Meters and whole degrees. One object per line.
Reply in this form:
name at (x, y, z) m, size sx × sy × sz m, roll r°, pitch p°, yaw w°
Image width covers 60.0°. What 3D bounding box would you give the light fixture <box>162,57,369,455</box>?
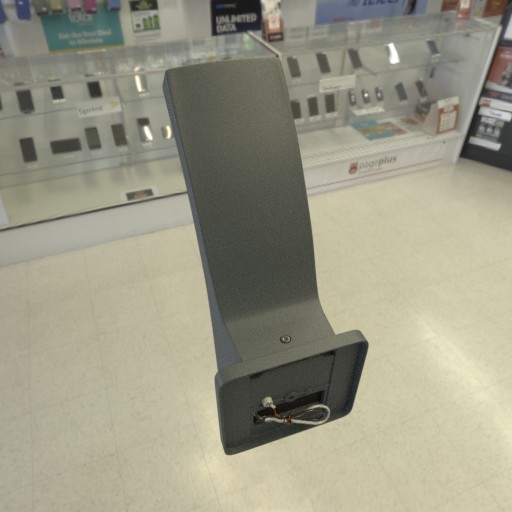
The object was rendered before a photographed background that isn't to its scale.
light fixture at (0.000, 0.000, 0.332) m, size 0.108 × 0.243 × 0.174 m, roll -13°, pitch 42°, yaw -15°
